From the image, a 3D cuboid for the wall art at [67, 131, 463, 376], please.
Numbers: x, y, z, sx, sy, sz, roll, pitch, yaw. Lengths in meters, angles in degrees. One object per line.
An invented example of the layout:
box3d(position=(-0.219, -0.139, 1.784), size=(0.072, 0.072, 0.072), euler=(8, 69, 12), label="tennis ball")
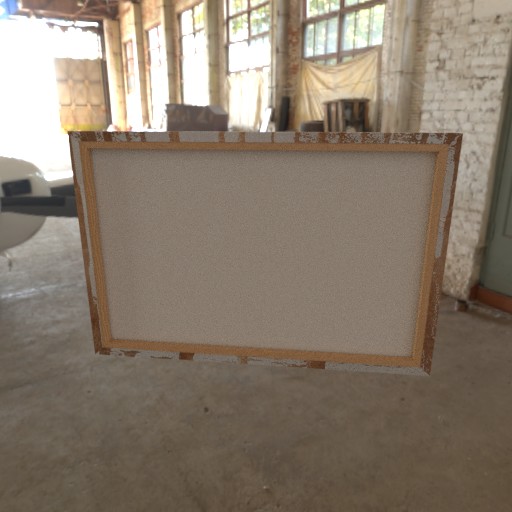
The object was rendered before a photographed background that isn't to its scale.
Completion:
box3d(position=(0.000, 0.000, 1.128), size=(0.914, 0.609, 0.035), euler=(2, 18, 7), label="wall art")
